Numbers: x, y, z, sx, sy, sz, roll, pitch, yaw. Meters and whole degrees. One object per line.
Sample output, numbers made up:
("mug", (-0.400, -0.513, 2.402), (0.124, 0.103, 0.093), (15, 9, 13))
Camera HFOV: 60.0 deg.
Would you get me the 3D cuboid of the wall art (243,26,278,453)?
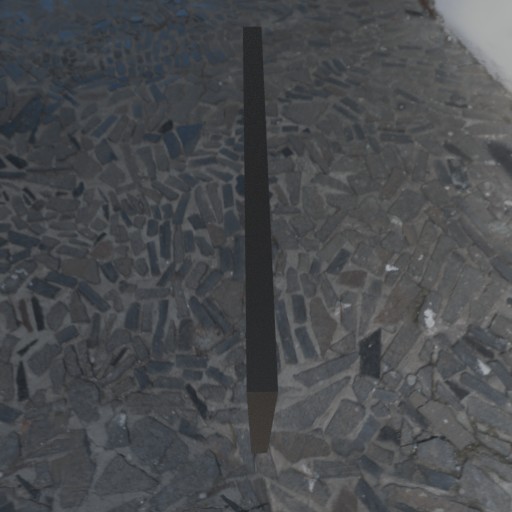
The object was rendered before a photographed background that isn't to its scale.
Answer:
("wall art", (0.000, 0.000, 0.744), (0.029, 0.457, 0.558), (-1, 60, -1))
